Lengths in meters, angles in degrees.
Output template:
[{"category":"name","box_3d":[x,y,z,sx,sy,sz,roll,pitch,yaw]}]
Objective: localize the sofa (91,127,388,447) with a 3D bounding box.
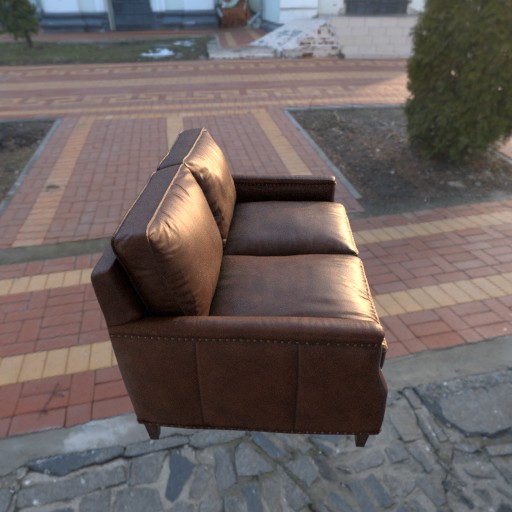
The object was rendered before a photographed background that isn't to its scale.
[{"category":"sofa","box_3d":[0.000,0.000,2.286,1.083,1.003,1.628,1,31,2]}]
